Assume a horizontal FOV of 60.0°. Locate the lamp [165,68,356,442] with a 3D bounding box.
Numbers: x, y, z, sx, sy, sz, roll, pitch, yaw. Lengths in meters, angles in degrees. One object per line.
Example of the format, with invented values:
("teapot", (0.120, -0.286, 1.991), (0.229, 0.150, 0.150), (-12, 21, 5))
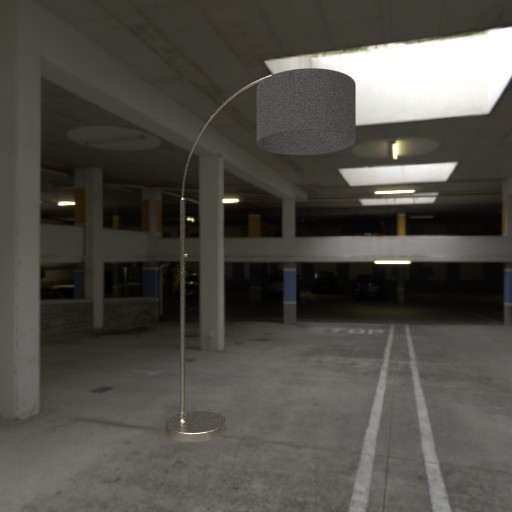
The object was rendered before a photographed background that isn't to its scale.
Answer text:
("lamp", (0.000, 0.000, 2.123), (0.934, 1.735, 0.452), (0, 0, 18))
